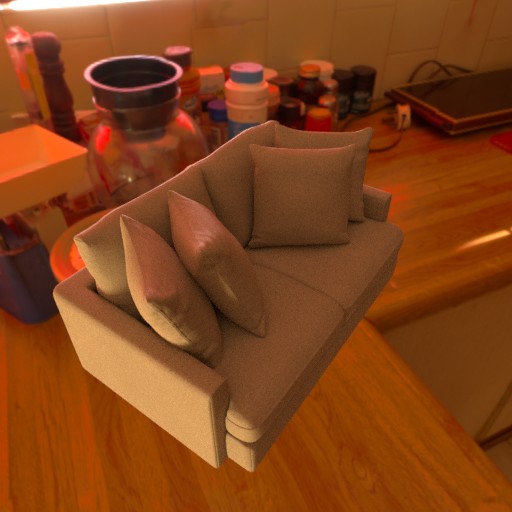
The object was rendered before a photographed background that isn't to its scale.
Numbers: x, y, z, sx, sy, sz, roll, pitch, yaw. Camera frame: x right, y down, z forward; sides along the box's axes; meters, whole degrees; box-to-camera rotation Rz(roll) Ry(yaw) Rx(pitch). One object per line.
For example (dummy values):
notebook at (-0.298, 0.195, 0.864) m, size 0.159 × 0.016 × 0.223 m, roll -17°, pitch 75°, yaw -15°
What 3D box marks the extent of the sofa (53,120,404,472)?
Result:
sofa at (0.000, 0.000, 2.589) m, size 1.228 × 1.080 × 1.869 m, roll 25°, pitch 46°, yaw 27°
